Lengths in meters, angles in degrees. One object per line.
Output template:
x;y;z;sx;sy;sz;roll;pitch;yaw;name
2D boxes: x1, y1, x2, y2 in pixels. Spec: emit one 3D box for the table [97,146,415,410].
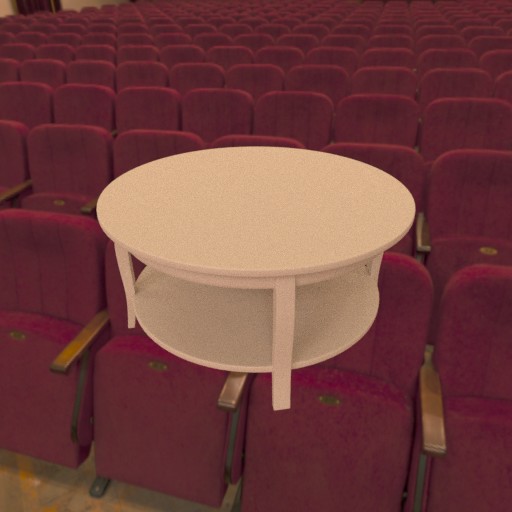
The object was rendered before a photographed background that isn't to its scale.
0.000;0.000;1.438;0.910;0.457;0.910;0;30;0;table
